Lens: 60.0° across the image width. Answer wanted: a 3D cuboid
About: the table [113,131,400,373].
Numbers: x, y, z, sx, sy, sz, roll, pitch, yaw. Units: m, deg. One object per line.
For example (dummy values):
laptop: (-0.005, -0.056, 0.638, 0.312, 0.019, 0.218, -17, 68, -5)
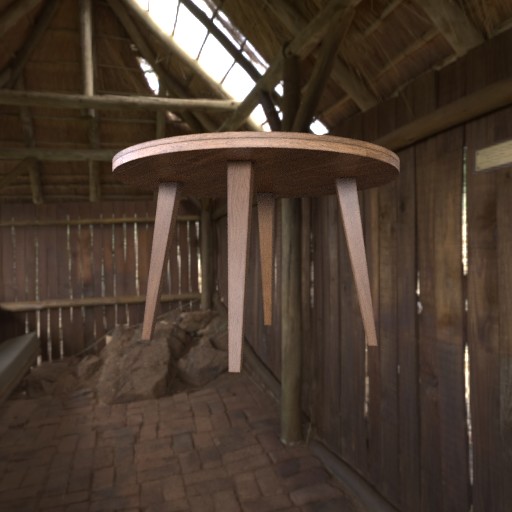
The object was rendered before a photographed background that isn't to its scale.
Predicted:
table: (0.000, 0.000, 1.968, 1.213, 0.764, 1.213, 0, 0, 0)
